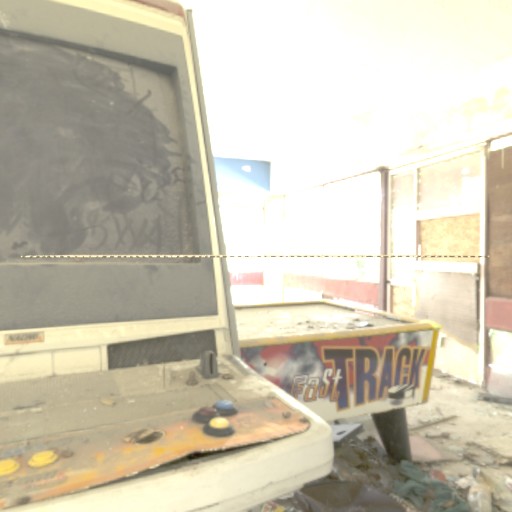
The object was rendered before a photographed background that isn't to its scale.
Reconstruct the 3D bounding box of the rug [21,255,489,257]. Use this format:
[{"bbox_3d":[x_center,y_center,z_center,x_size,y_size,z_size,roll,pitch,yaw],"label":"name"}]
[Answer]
[{"bbox_3d":[0.000,0.000,2.479,2.277,0.008,0.676,0,1,-1],"label":"rug"}]
